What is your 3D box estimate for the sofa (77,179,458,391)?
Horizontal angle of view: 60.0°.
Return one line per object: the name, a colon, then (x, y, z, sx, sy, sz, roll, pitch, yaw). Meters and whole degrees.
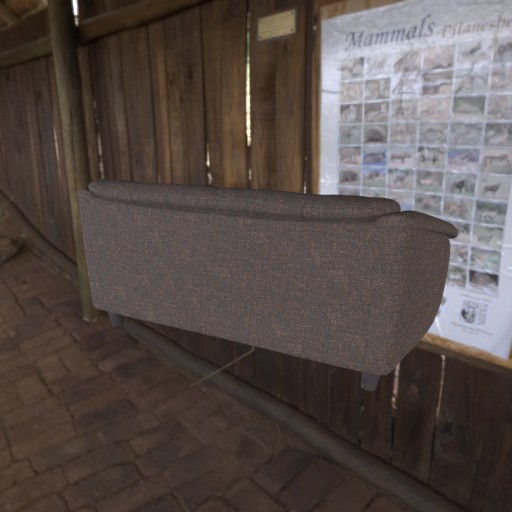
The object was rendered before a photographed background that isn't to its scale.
sofa: (0.000, 0.000, 2.288, 1.849, 0.790, 0.887, 8, 18, 25)
